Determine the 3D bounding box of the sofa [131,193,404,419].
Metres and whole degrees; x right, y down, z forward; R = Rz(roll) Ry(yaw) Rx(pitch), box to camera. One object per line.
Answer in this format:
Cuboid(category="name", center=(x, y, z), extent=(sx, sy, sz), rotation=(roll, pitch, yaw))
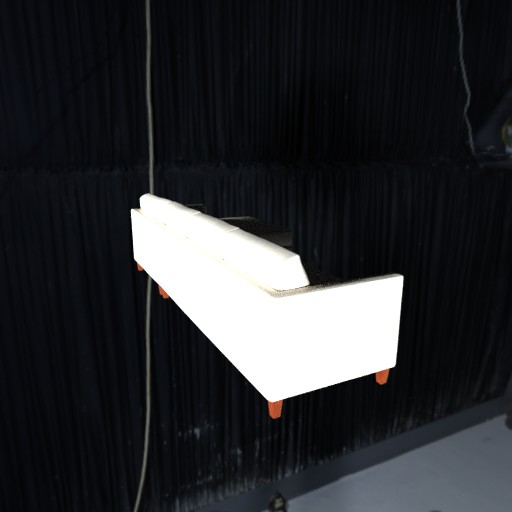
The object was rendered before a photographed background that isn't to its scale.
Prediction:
Cuboid(category="sofa", center=(0.000, 0.000, 4.196), extent=(1.603, 0.954, 3.471), rotation=(-7, 16, -26))
